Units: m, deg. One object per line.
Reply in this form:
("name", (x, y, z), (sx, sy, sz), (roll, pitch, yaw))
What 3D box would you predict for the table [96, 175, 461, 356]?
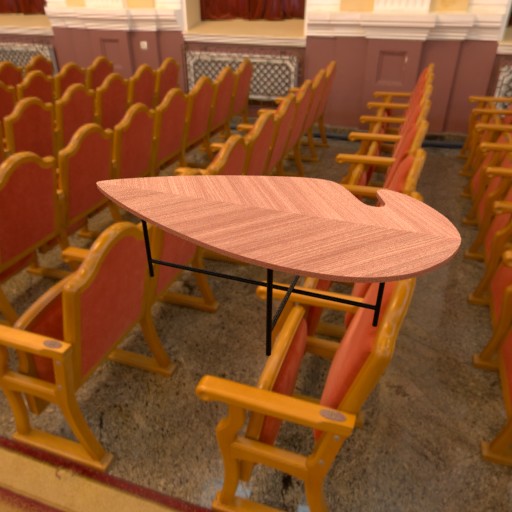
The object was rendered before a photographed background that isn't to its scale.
("table", (0.000, 0.000, 1.486), (1.199, 0.360, 0.598), (11, 33, 17))
